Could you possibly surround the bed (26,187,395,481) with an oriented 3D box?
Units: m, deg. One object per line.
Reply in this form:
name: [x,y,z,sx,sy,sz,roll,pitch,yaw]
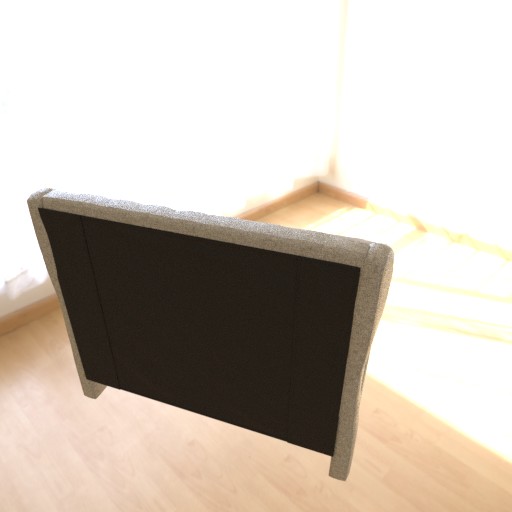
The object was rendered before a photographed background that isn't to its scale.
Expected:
bed: [0.000,0.000,3.757,2.219,1.771,2.347,11,33,17]
